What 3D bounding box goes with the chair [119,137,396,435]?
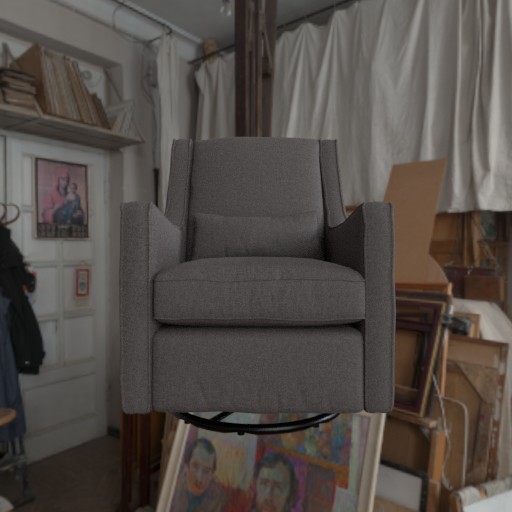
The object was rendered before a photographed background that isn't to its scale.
[{"bbox_3d":[0.000,0.000,1.565,0.732,0.993,0.879,0,1,-1],"label":"chair"}]
